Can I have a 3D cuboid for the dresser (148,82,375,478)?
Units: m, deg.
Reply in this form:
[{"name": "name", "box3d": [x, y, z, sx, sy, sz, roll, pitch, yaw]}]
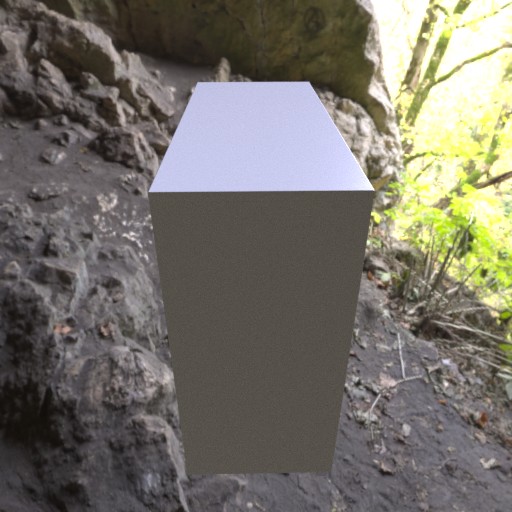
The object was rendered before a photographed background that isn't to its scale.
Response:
[{"name": "dresser", "box3d": [0.000, 0.000, 1.625, 0.460, 1.000, 1.100, -1, 32, -1]}]
